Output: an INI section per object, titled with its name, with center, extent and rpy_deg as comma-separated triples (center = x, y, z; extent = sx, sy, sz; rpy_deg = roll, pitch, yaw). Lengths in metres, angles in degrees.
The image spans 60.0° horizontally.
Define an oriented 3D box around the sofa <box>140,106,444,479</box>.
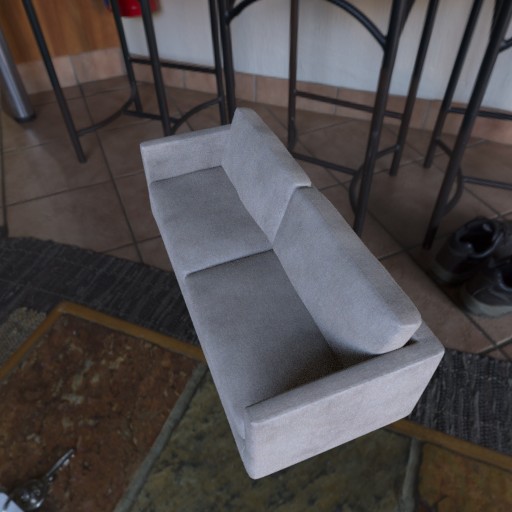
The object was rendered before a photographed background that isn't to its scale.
[sofa]
center = 0.000, 0.000, 2.711
extent = 0.951, 0.965, 2.208
rpy_deg = -16, 48, -15
